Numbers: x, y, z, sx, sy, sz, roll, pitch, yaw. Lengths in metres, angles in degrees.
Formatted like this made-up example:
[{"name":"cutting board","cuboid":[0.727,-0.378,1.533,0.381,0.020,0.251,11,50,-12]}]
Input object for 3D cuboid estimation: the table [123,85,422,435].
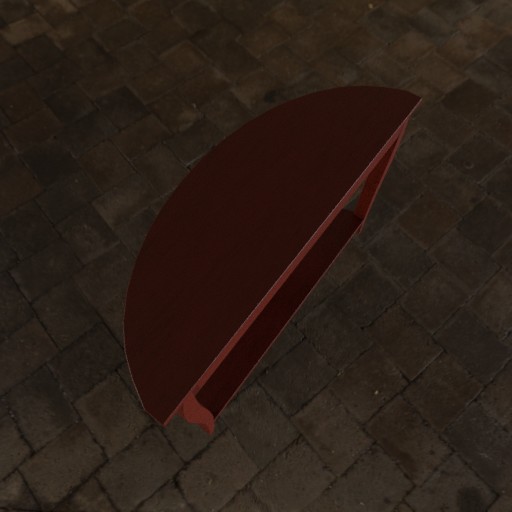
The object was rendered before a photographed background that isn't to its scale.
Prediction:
[{"name":"table","cuboid":[0.000,0.000,1.590,0.405,0.779,1.219,34,68,15]}]
